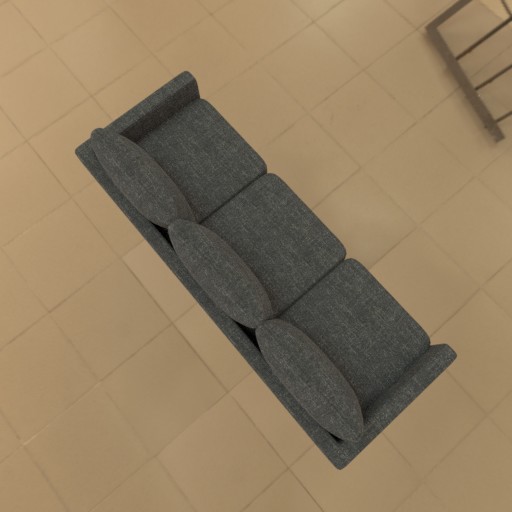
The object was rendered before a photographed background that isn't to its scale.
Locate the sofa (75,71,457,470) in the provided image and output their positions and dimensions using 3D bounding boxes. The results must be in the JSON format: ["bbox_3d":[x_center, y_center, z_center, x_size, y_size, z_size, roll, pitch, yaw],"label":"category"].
[{"bbox_3d":[0.000,0.000,2.589,0.859,0.874,2.218,-40,79,-9],"label":"sofa"}]
